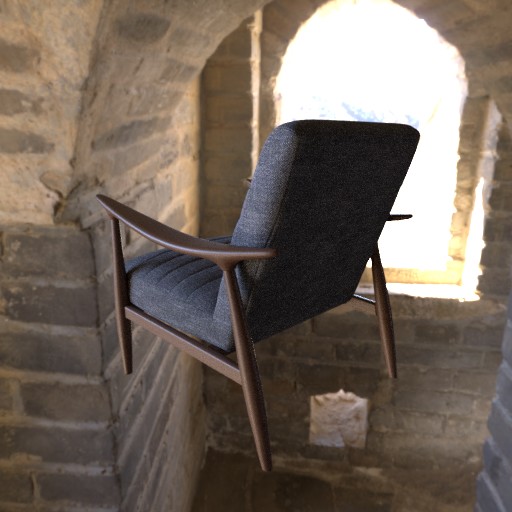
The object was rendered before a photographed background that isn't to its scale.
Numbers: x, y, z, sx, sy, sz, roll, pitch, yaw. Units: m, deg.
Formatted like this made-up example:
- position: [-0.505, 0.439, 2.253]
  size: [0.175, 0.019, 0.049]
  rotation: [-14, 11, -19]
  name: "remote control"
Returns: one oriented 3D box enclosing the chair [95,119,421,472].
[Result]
- position: [0.000, 0.000, 1.436]
  size: [0.741, 0.832, 0.798]
  rotation: [-15, 22, -42]
  name: "chair"
